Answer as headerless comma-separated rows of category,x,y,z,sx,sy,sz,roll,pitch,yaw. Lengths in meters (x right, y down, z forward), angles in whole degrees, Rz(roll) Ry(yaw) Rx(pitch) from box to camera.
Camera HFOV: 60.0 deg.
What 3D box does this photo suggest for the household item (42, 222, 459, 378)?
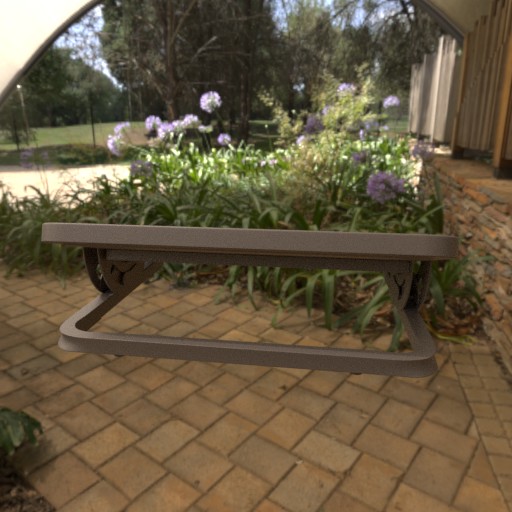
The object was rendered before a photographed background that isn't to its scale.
household item,0.000,0.000,0.532,0.390,0.126,0.301,2,16,8
